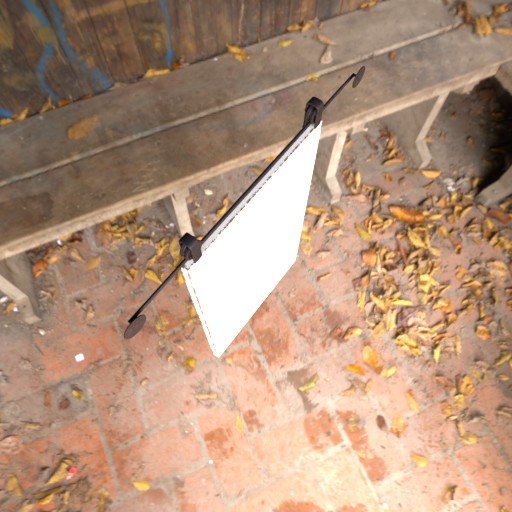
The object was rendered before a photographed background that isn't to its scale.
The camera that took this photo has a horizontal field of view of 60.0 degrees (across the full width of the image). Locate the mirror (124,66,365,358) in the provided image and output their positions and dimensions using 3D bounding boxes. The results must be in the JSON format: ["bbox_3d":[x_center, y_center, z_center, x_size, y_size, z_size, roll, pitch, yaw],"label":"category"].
[{"bbox_3d":[0.000,0.000,1.250,0.037,0.844,0.808,34,69,15],"label":"mirror"}]
